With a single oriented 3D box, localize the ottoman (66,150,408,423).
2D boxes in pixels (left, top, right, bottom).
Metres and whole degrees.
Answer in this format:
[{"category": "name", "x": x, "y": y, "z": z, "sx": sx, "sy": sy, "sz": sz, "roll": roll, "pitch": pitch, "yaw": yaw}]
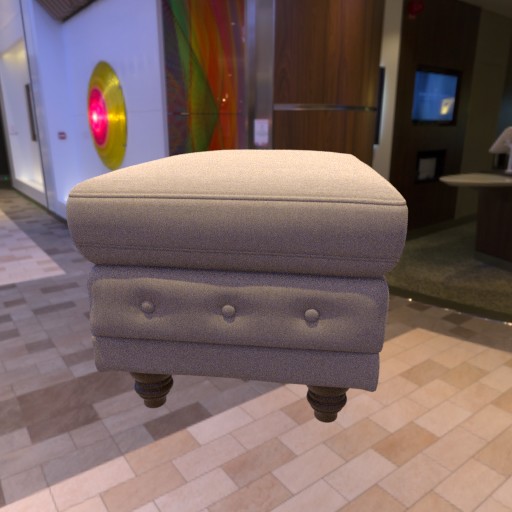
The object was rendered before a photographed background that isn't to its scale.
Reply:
[{"category": "ottoman", "x": 0.000, "y": 0.000, "z": 1.108, "sx": 0.569, "sy": 0.500, "sz": 0.771, "roll": 2, "pitch": 17, "yaw": 7}]
